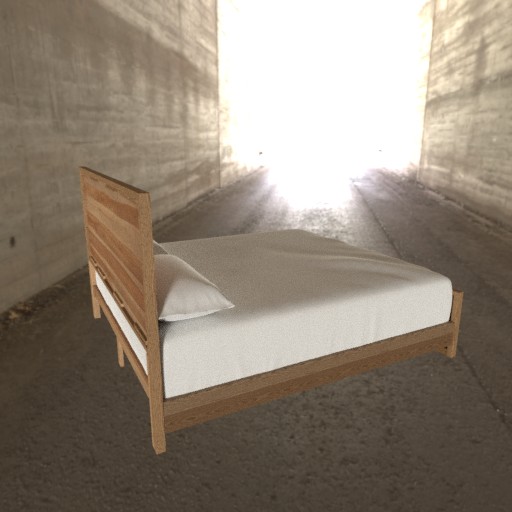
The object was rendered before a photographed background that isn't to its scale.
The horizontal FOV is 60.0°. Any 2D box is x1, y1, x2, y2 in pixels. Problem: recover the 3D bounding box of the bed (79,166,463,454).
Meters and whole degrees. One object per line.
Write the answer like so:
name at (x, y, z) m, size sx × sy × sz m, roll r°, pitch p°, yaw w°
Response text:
bed at (0.000, 0.000, 3.388) m, size 2.184 × 1.295 × 2.013 m, roll -8°, pitch 17°, yaw -27°
